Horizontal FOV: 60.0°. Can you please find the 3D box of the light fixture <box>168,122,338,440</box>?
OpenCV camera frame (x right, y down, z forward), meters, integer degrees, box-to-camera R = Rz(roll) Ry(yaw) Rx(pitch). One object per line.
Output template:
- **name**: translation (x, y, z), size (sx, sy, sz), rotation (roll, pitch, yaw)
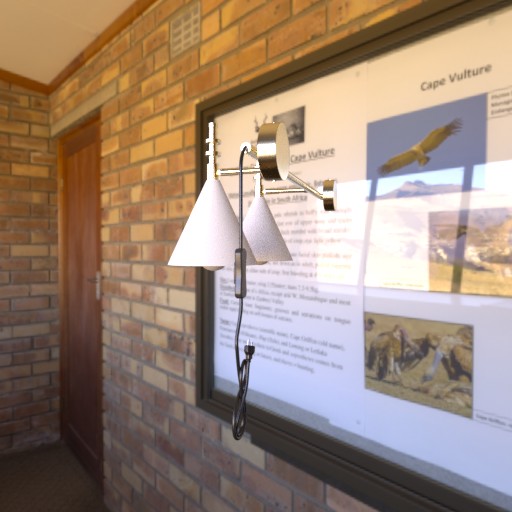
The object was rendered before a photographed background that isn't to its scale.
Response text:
- **light fixture**: translation (0.000, 0.000, 0.884), size (0.239, 0.468, 0.642), rotation (0, 1, 18)
